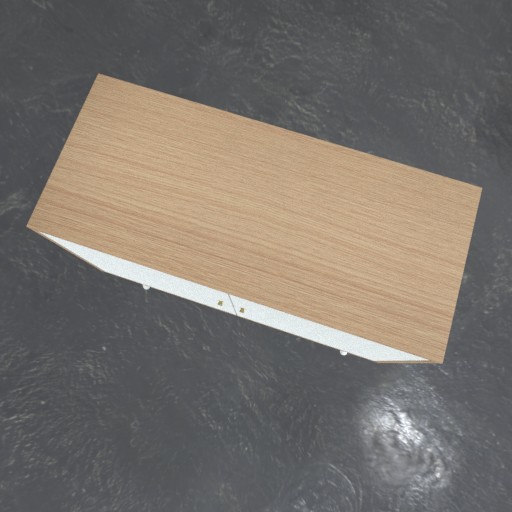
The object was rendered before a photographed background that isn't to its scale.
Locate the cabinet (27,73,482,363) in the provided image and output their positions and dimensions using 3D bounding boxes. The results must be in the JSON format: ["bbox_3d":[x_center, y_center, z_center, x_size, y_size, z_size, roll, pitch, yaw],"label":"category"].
[{"bbox_3d":[0.000,0.000,1.607,1.057,1.016,0.470,18,77,4],"label":"cabinet"}]
